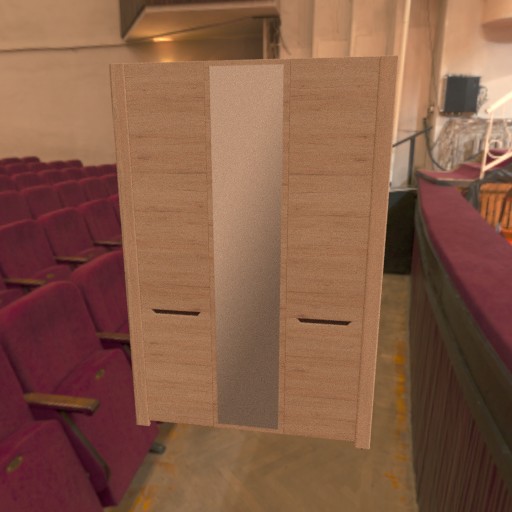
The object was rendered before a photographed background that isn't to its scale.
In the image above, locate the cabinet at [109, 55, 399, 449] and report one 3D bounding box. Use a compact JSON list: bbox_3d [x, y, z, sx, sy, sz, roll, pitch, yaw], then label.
[{"bbox_3d":[0.000,0.000,2.636,1.400,2.070,0.580,2,15,9],"label":"cabinet"}]
